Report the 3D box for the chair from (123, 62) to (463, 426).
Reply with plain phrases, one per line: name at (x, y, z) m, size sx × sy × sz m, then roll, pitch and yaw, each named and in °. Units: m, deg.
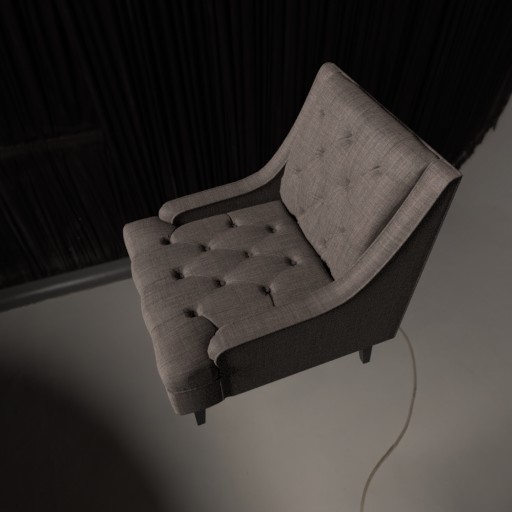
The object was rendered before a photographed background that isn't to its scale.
chair at (0.000, 0.000, 1.418) m, size 0.771 × 0.891 × 0.655 m, roll -16°, pitch 49°, yaw -14°
